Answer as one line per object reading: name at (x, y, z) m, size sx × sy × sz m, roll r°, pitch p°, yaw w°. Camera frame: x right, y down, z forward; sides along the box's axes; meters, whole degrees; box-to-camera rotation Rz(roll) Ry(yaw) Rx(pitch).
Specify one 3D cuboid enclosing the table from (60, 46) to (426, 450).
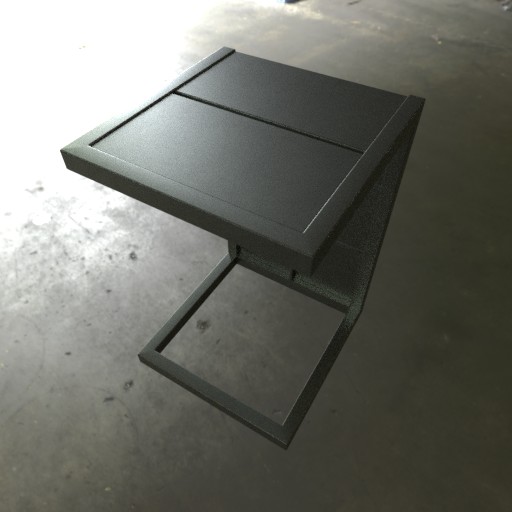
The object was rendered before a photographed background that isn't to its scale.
table at (0.000, 0.000, 0.907) m, size 0.405 × 0.609 × 0.420 m, roll 24°, pitch 52°, yaw 21°
